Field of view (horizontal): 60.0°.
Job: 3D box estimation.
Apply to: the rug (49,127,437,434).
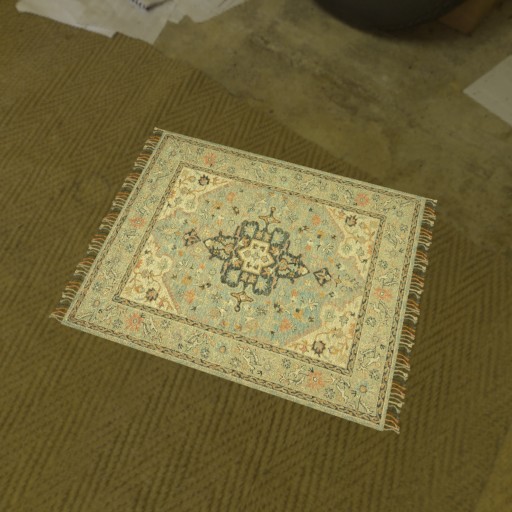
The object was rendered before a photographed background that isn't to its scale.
[{"bbox_3d":[0.000,0.000,3.558,2.651,0.010,1.971,16,65,8],"label":"rug"}]
